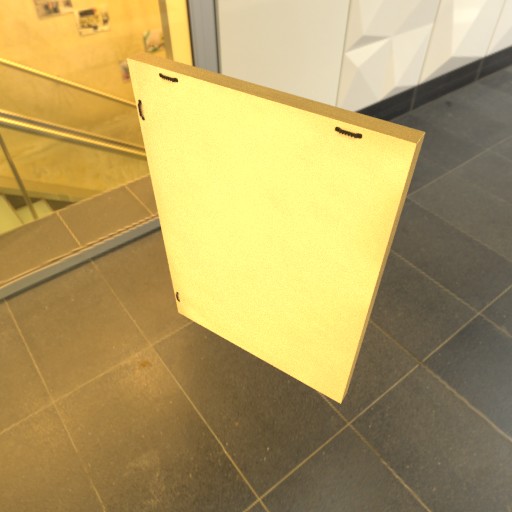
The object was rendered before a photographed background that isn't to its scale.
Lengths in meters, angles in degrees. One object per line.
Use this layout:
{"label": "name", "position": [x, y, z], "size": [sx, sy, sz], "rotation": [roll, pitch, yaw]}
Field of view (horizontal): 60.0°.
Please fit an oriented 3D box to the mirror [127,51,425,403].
{"label": "mirror", "position": [0.000, 0.000, 0.922], "size": [0.507, 0.710, 0.040], "rotation": [25, 50, 22]}
